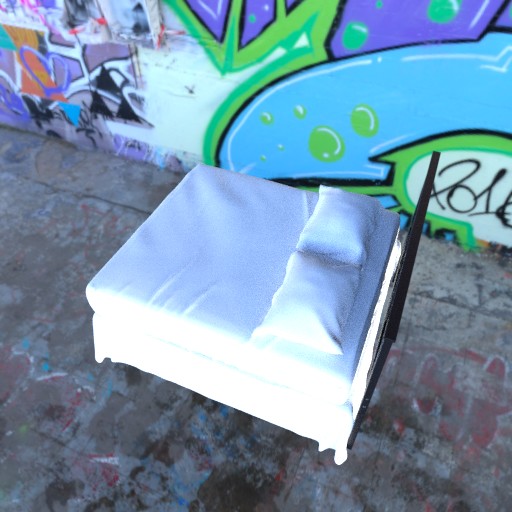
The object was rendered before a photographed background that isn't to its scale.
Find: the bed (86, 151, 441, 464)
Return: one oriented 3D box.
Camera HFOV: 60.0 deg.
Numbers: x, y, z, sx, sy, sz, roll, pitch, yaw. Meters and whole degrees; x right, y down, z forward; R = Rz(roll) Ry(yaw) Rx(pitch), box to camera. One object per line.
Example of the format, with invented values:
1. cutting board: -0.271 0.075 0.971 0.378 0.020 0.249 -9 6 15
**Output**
1. bed: 0.000 0.000 3.200 2.050 1.270 1.870 17 48 16
